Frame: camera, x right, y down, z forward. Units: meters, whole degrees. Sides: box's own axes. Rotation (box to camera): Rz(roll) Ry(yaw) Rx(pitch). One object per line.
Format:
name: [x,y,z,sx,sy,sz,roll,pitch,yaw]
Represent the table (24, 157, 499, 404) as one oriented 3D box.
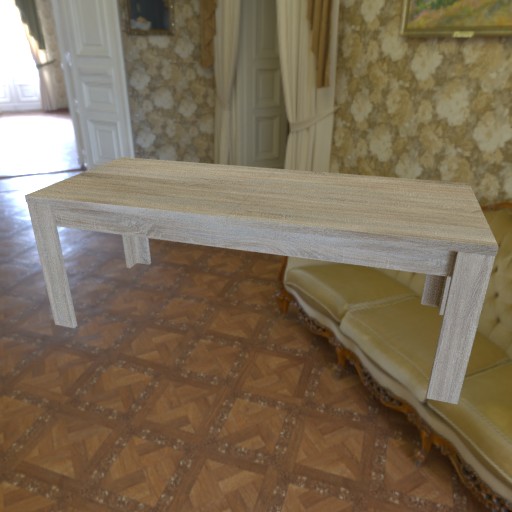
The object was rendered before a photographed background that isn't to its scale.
table: [0.000,0.000,2.530,2.200,0.790,0.900,7,26,15]
